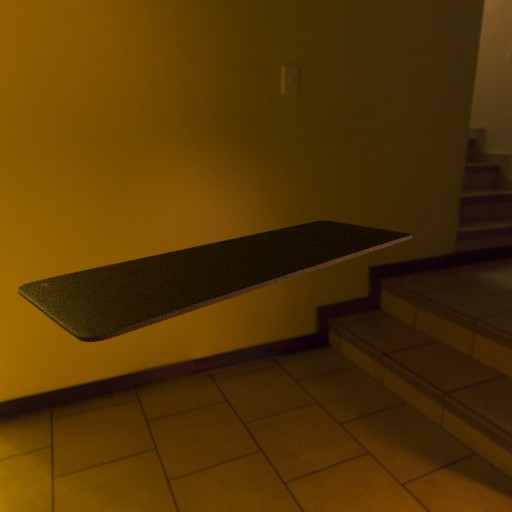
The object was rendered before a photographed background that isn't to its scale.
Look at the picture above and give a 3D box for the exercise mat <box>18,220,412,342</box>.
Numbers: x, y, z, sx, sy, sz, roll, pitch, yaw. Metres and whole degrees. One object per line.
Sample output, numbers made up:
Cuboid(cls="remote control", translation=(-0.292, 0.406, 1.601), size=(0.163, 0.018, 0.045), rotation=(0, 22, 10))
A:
Cuboid(cls="exercise mat", translation=(0.000, 0.000, 2.018), size=(1.869, 0.021, 0.616), rotation=(-15, 21, -43))
